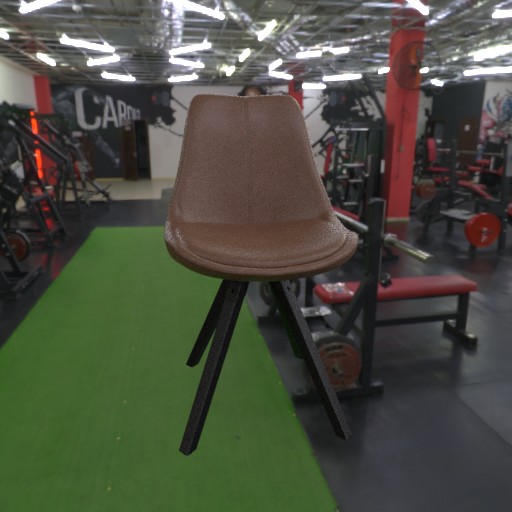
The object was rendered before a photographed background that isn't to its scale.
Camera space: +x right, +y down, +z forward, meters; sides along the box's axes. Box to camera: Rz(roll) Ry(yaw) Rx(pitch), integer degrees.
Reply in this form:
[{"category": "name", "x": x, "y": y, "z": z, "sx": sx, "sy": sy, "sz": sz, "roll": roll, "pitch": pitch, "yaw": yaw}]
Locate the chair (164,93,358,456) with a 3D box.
[{"category": "chair", "x": 0.000, "y": 0.000, "z": 1.182, "sx": 0.475, "sy": 0.850, "sz": 0.550, "roll": -2, "pitch": 16, "yaw": -8}]
